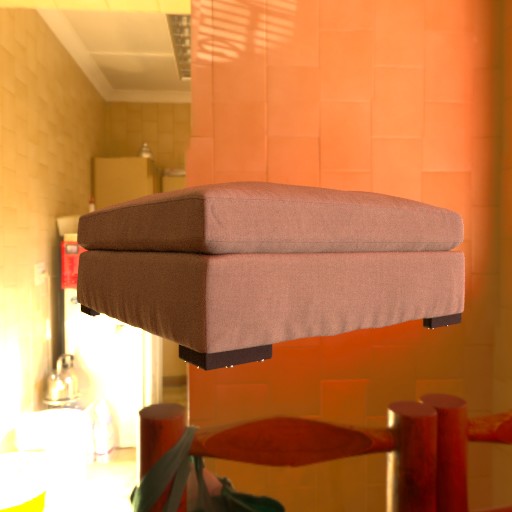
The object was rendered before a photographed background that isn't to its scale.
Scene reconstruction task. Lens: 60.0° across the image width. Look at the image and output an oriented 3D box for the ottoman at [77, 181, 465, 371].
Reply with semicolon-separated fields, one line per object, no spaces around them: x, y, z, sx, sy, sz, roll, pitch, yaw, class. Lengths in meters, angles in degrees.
0.000;0.000;1.826;1.171;0.517;1.203;-1;2;-36;ottoman
